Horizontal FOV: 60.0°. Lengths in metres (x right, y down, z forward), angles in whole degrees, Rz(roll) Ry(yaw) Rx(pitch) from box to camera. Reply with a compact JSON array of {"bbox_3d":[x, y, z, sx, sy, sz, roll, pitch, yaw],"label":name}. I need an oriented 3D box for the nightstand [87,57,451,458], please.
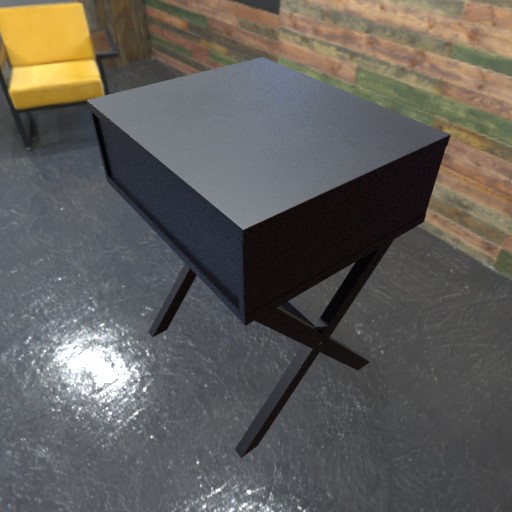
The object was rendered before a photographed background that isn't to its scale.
[{"bbox_3d":[0.000,0.000,0.948,0.402,0.623,0.479,-27,48,-27],"label":"nightstand"}]
